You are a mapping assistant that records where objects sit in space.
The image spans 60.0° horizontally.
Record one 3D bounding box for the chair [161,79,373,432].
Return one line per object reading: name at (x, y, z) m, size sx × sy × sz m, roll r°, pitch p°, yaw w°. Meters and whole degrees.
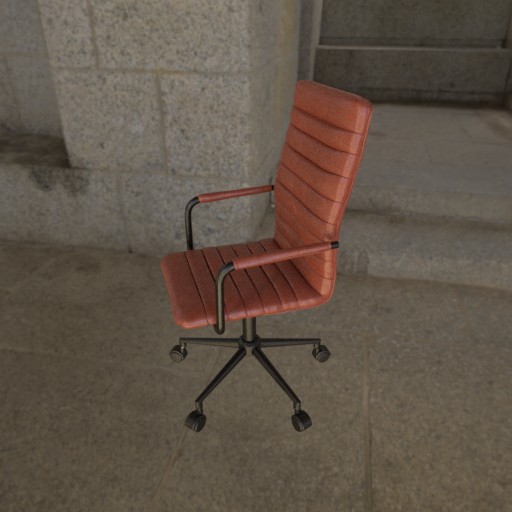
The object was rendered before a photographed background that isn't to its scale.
chair at (0.000, 0.000, 1.382) m, size 0.580 × 0.979 × 0.608 m, roll -9°, pitch 30°, yaw -15°
